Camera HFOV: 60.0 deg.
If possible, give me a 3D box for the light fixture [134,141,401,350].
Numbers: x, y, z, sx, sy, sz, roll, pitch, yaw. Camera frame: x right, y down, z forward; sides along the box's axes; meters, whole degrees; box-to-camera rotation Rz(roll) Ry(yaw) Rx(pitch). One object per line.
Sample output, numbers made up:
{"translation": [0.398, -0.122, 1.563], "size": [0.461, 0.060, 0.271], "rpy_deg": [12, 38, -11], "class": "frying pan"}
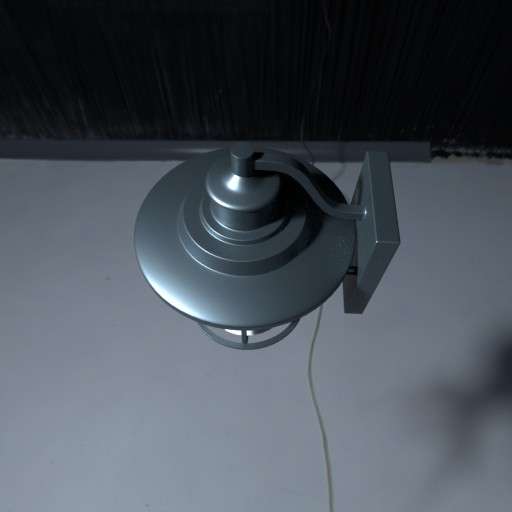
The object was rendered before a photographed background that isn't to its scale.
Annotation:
{"translation": [0.000, 0.000, 0.511], "size": [0.252, 0.345, 0.222], "rpy_deg": [2, 60, 1], "class": "light fixture"}
